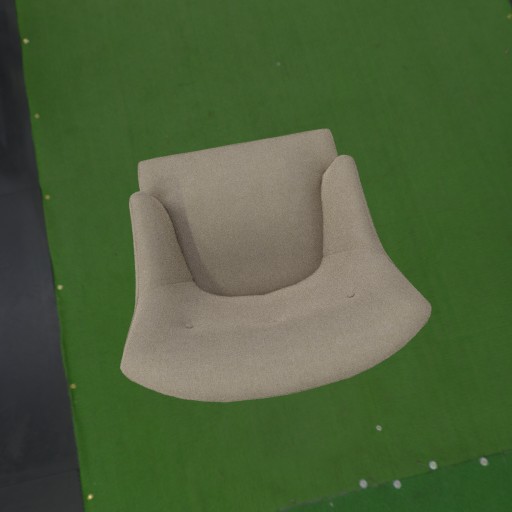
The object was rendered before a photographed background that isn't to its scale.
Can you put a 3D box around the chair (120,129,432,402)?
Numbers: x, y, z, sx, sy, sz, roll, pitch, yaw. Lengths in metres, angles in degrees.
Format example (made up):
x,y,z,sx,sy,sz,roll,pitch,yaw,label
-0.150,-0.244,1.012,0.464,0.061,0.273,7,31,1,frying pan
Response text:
x,y,z,sx,sy,sz,roll,pitch,yaw,label
0.000,0.000,1.620,0.864,0.856,0.923,-11,78,-2,chair
